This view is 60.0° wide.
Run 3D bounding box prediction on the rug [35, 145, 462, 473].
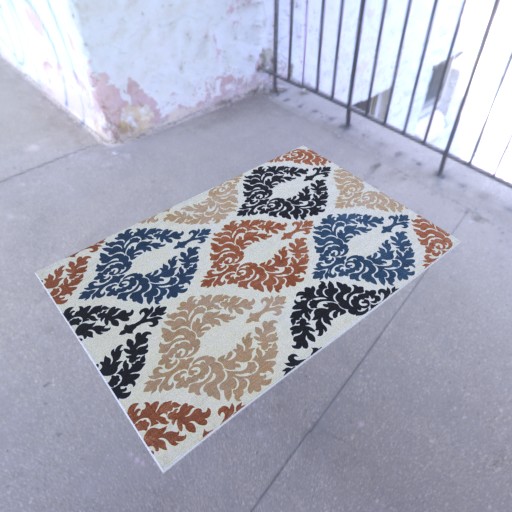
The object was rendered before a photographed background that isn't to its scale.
[{"bbox_3d":[0.000,0.000,2.814,2.275,0.014,1.514,-31,53,-26],"label":"rug"}]
